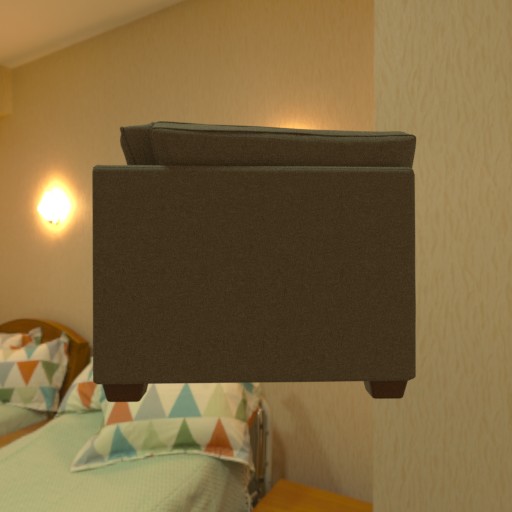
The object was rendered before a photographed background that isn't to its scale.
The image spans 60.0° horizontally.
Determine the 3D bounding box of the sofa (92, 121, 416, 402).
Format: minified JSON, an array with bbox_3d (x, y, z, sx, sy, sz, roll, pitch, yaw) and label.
[{"bbox_3d":[0.000,0.000,1.906,1.050,0.951,1.042,0,0,-1],"label":"sofa"}]
